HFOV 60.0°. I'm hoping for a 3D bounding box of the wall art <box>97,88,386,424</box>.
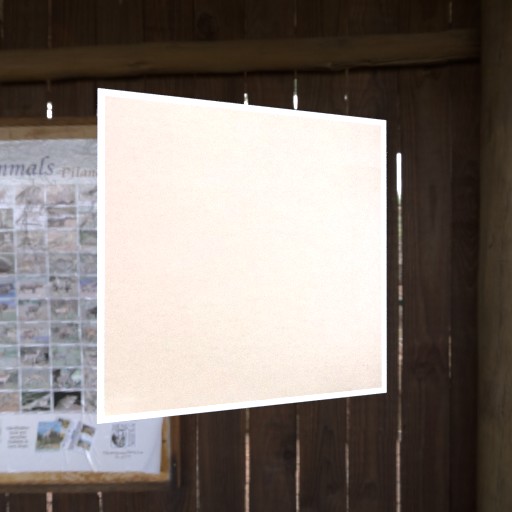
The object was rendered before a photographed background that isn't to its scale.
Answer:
[{"bbox_3d":[0.000,0.000,0.828,0.557,0.557,0.012,0,0,-18],"label":"wall art"}]
